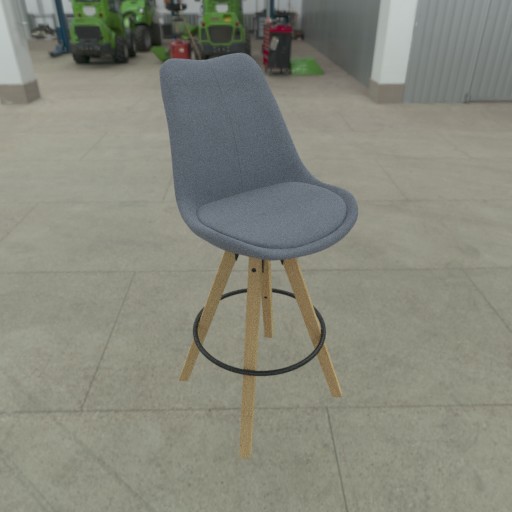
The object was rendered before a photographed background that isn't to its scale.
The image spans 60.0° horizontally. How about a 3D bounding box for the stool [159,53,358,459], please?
[{"bbox_3d":[0.000,0.000,1.400,0.485,1.115,0.550,-21,37,-31],"label":"stool"}]
